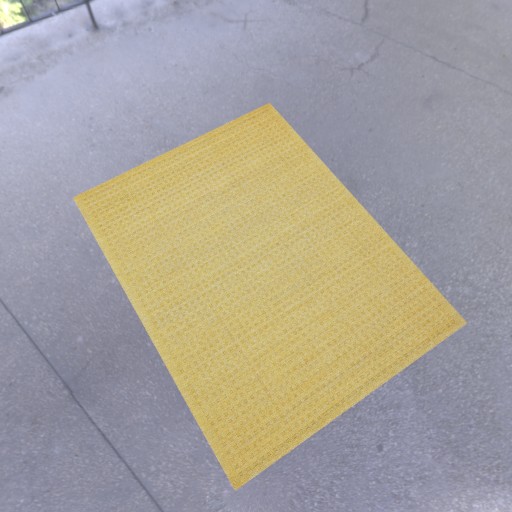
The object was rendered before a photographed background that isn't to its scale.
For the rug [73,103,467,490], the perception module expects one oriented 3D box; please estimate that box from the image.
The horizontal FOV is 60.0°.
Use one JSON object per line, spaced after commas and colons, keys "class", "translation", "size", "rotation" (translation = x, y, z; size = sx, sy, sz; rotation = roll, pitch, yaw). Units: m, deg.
{"class": "rug", "translation": [0.000, 0.000, 4.351], "size": [2.486, 0.015, 3.242], "rotation": [-30, 67, -14]}
